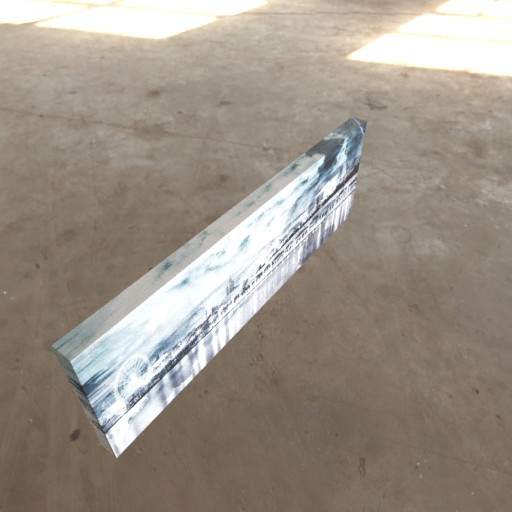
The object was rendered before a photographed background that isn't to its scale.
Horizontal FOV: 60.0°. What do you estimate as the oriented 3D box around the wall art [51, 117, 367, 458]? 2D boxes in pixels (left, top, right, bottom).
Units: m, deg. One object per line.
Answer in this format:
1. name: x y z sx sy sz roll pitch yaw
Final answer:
1. wall art: 0.000 0.000 0.820 0.037 0.251 0.759 26 48 26
